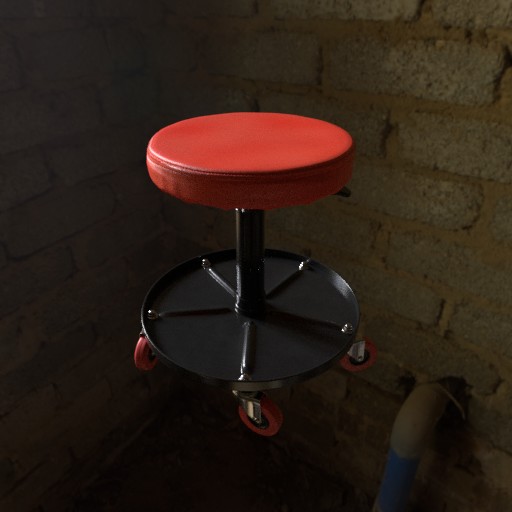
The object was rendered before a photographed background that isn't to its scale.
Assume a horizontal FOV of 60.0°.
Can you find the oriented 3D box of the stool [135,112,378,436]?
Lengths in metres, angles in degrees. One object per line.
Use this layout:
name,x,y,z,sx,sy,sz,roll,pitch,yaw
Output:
stool,0.000,0.000,0.671,0.382,0.365,0.381,-1,31,-2
